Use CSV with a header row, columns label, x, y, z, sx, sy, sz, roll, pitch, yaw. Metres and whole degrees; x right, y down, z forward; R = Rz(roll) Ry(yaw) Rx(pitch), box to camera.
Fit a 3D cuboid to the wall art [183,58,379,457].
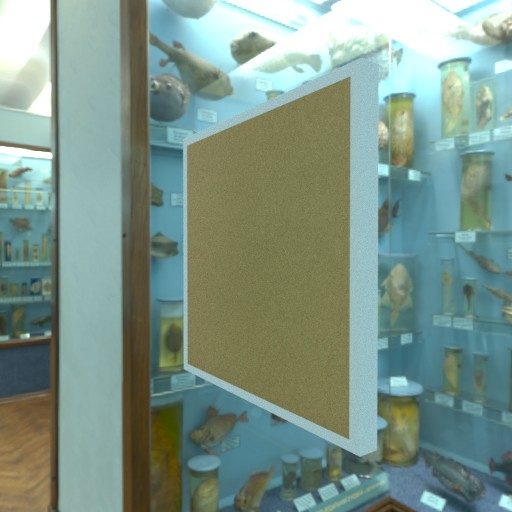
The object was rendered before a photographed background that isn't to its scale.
label,x,y,z,sx,sy,sz,roll,pitch,yaw
wall art,0.000,0.000,0.471,0.020,0.307,0.307,-1,1,-35
